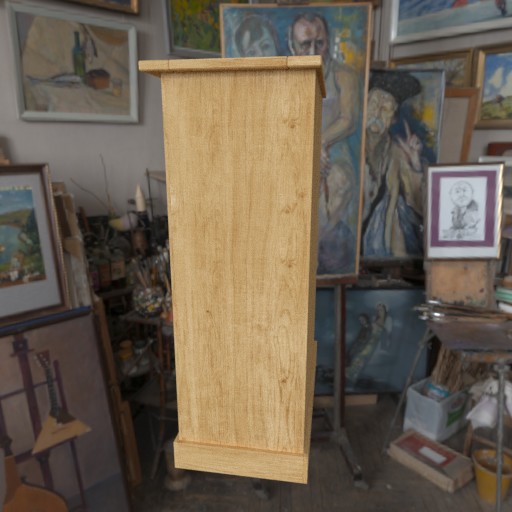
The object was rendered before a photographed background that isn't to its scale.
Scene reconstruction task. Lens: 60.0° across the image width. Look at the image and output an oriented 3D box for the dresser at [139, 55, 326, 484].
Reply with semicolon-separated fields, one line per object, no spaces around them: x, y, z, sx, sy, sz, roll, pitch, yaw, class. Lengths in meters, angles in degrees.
0.000;0.000;1.744;0.485;1.300;0.915;2;15;9;dresser
